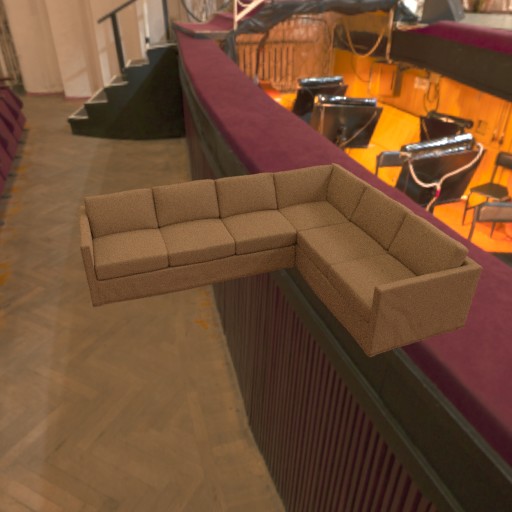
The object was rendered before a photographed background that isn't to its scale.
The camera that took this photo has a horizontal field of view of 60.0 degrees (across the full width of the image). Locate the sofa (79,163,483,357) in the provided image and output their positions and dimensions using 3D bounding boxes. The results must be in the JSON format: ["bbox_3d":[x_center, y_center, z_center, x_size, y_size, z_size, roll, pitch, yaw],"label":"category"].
[{"bbox_3d":[0.000,0.000,4.342,3.182,0.871,2.432,-11,33,-17],"label":"sofa"}]
